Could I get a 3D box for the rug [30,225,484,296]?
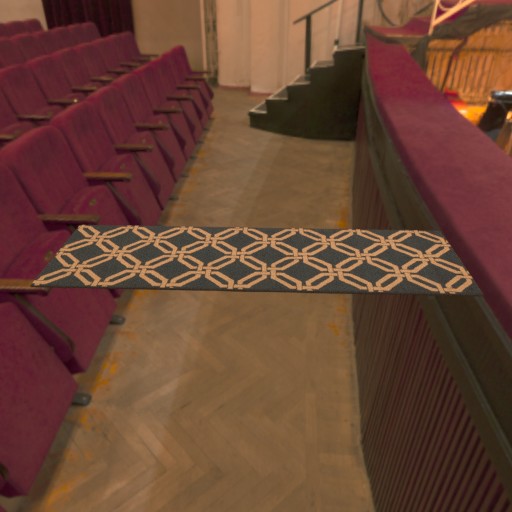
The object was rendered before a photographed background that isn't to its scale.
[{"bbox_3d":[0.000,0.000,2.508,2.276,0.014,0.678,1,31,2],"label":"rug"}]
